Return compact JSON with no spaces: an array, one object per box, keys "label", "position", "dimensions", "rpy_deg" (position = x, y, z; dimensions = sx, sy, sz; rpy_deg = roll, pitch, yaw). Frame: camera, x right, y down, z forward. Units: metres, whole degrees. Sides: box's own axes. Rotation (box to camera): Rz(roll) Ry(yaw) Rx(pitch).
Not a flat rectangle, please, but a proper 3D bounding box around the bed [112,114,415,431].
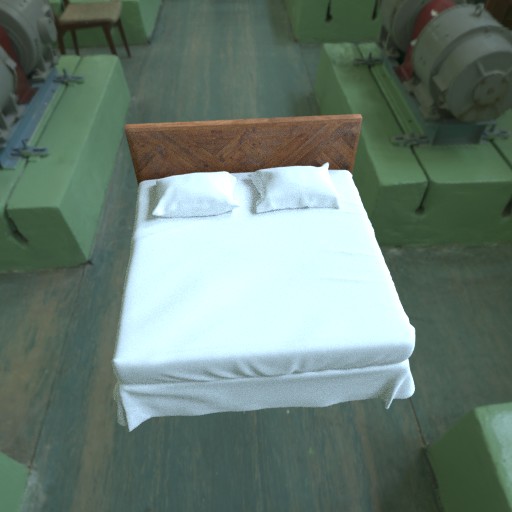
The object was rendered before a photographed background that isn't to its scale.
[{"label":"bed","position":[0.000,0.000,3.472],"dimensions":[2.255,1.158,2.165],"rpy_deg":[-4,47,-3]}]
